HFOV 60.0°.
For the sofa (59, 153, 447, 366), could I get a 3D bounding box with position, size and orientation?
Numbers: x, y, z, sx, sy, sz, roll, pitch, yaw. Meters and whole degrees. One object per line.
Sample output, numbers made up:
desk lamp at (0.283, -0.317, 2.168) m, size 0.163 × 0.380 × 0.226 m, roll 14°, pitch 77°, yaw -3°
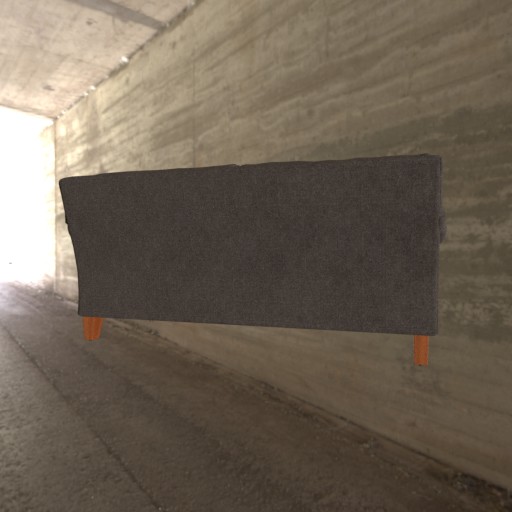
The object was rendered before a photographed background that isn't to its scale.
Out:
sofa at (0.000, 0.000, 2.791) m, size 2.160 × 1.054 × 1.087 m, roll 0°, pitch 1°, yaw 18°
